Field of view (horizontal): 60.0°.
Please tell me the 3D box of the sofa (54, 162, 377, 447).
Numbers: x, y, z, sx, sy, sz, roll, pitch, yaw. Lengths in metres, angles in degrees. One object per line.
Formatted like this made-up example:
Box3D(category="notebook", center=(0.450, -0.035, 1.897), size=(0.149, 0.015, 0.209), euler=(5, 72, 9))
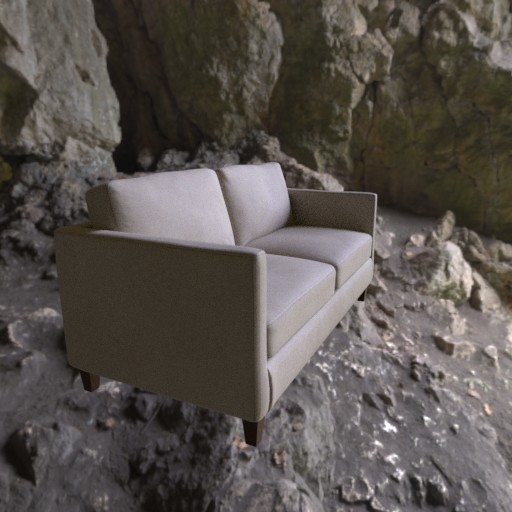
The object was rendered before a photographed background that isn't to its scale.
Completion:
Box3D(category="sofa", center=(0.000, 0.000, 2.418), size=(0.950, 0.940, 1.846), euler=(7, 16, 25))
